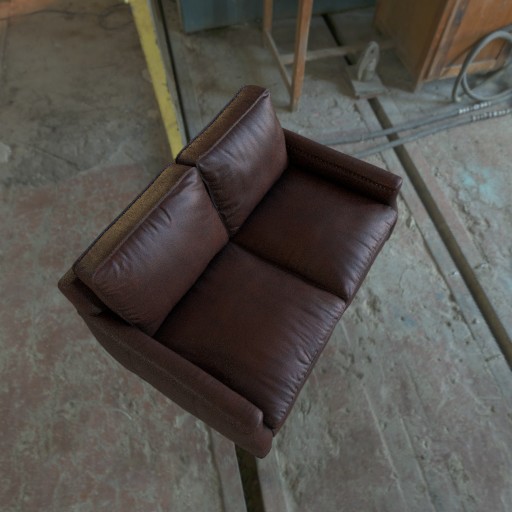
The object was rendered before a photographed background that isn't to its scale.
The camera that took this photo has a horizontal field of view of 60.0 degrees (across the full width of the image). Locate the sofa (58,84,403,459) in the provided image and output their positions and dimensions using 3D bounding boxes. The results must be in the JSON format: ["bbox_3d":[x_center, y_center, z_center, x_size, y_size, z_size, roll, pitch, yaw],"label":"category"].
[{"bbox_3d":[0.000,0.000,2.355,1.083,1.003,1.628,28,63,16],"label":"sofa"}]
